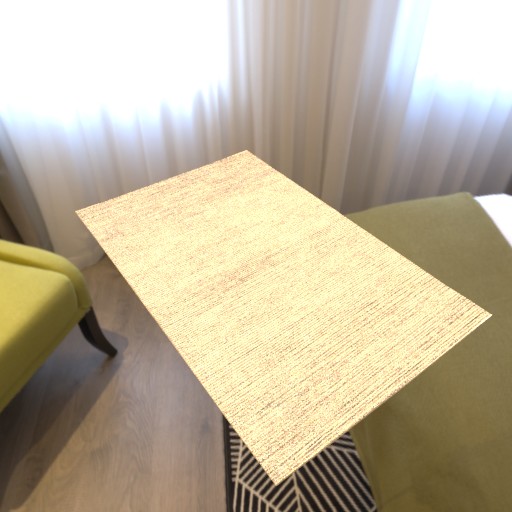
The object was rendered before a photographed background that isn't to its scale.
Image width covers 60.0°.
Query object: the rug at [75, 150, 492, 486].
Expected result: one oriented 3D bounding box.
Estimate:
[{"bbox_3d":[0.000,0.000,2.125,1.149,0.021,1.773,-26,48,-26],"label":"rug"}]
